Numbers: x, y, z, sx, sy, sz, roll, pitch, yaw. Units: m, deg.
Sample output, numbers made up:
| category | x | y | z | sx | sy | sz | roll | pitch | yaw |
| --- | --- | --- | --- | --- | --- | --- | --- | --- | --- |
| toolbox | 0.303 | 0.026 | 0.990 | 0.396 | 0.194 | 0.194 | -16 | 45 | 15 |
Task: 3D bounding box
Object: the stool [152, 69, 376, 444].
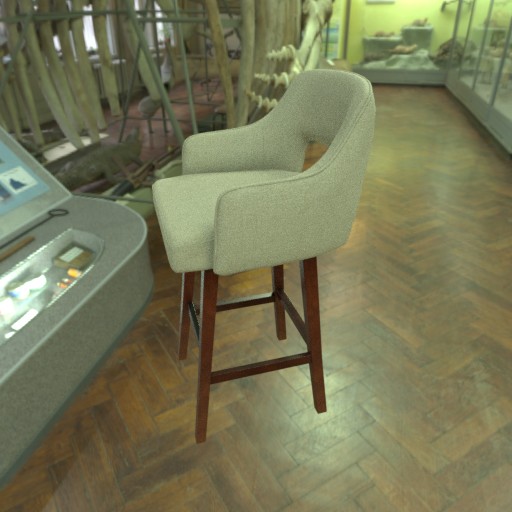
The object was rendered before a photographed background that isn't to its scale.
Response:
| category | x | y | z | sx | sy | sz | roll | pitch | yaw |
| --- | --- | --- | --- | --- | --- | --- | --- | --- | --- |
| stool | 0.000 | 0.000 | 1.372 | 0.560 | 1.041 | 0.550 | -8 | 30 | -15 |
